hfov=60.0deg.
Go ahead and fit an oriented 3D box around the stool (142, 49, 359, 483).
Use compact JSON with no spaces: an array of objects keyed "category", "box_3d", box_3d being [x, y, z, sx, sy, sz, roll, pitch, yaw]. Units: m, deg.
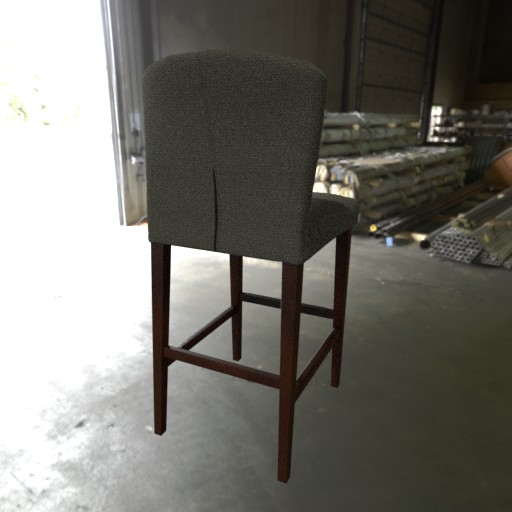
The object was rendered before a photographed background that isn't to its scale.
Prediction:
[{"category":"stool","box_3d":[0.000,0.000,1.330,0.486,1.069,0.568,9,19,25]}]
